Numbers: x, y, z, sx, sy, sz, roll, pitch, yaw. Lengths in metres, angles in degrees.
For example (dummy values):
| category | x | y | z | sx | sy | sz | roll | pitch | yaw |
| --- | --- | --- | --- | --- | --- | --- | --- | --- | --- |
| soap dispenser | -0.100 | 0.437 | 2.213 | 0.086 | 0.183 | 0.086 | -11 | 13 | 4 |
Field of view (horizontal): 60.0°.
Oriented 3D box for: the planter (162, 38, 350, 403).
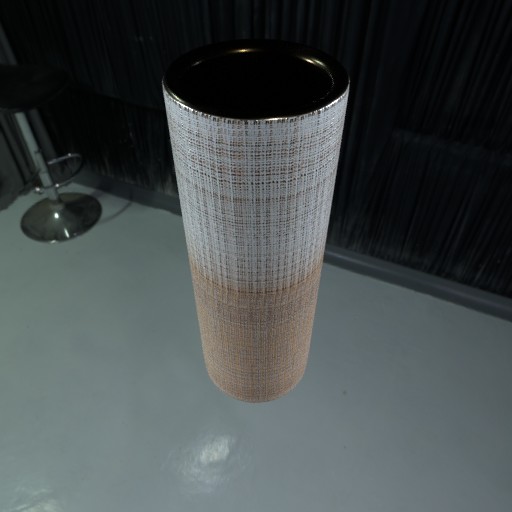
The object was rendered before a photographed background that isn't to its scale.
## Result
| category | x | y | z | sx | sy | sz | roll | pitch | yaw |
| --- | --- | --- | --- | --- | --- | --- | --- | --- | --- |
| planter | 0.000 | 0.000 | 0.333 | 0.099 | 0.278 | 0.099 | 16 | 47 | 15 |
